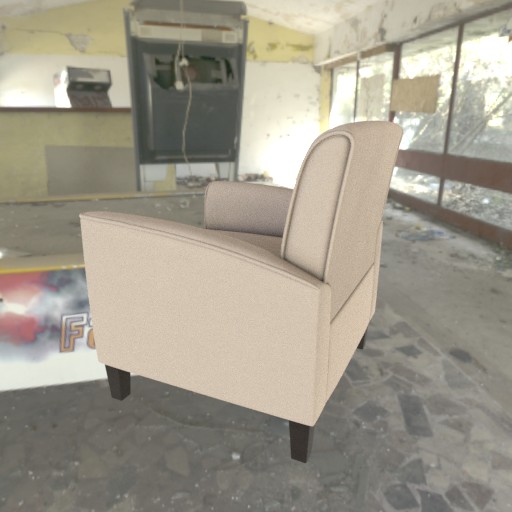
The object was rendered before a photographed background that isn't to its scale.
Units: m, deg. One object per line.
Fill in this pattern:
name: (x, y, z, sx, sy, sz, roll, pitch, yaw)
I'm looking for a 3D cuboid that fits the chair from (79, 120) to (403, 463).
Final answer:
chair: (0.000, 0.000, 1.561, 0.820, 0.915, 0.820, 8, 19, 24)
